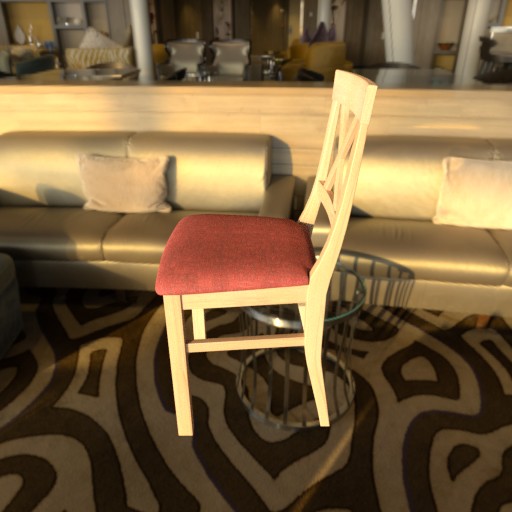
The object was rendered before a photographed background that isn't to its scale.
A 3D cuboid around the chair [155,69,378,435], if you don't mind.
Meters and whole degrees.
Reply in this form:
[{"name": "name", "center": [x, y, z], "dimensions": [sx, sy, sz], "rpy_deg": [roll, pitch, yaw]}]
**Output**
[{"name": "chair", "center": [0.000, 0.000, 1.208], "dimensions": [0.492, 0.912, 0.439], "rpy_deg": [0, 27, 0]}]
